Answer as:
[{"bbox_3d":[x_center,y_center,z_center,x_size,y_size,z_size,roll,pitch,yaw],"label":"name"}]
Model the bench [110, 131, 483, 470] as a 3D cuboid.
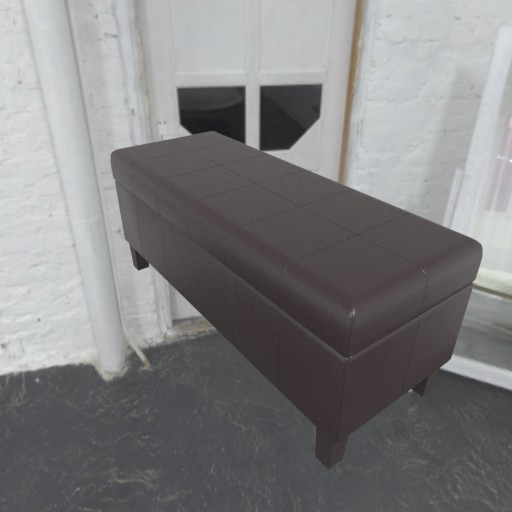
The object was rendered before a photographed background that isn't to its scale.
[{"bbox_3d":[0.000,0.000,1.322,0.429,0.457,1.092,-21,37,-31],"label":"bench"}]
